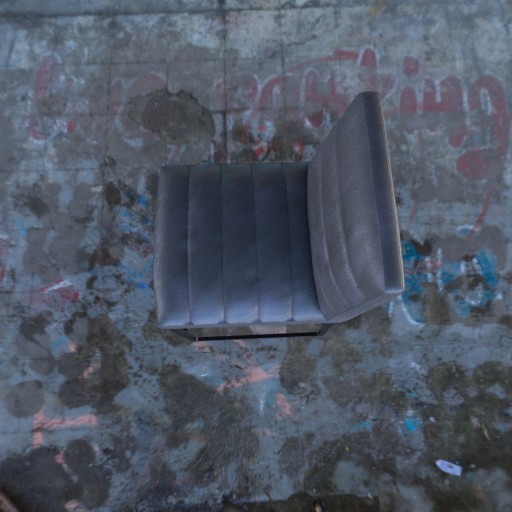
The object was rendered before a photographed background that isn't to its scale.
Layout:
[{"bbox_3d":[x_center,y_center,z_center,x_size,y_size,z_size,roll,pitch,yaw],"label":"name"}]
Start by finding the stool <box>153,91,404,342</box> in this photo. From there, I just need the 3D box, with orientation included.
[{"bbox_3d":[0.000,0.000,1.385,0.562,1.065,0.463,-2,75,-1],"label":"stool"}]
